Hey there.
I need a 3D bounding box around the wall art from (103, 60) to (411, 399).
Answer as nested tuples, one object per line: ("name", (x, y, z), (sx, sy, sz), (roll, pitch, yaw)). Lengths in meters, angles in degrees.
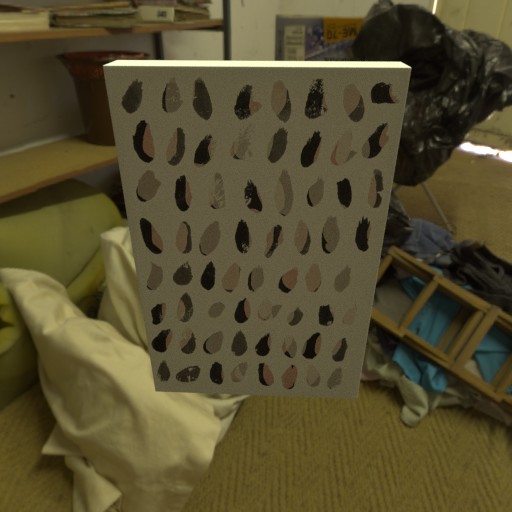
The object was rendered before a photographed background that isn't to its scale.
("wall art", (0.000, 0.000, 0.475), (0.252, 0.381, 0.039), (1, 30, 2))
